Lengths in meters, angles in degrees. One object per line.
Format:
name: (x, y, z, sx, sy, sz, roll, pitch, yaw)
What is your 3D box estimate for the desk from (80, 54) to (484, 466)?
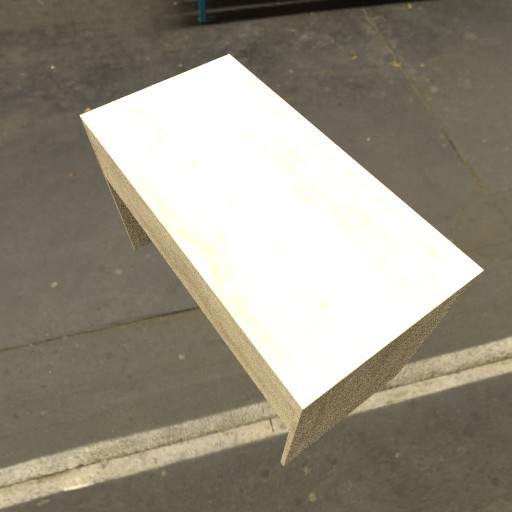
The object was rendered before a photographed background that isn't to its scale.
desk: (0.000, 0.000, 1.526, 0.560, 0.730, 1.100, -31, 62, -19)
